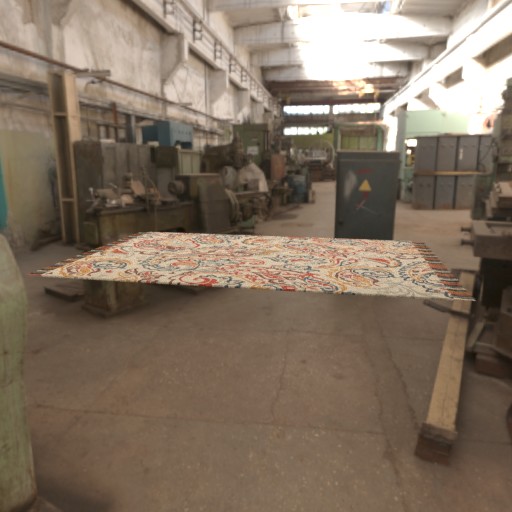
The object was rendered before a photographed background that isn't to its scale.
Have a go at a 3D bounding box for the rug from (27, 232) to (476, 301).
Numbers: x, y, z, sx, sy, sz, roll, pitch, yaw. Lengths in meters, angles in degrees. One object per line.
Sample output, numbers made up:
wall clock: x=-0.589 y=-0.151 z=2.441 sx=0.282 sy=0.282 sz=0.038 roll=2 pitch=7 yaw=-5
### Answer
rug: x=0.000 y=0.000 z=2.493 sx=1.997 sy=0.010 sz=1.218 roll=3 pitch=13 yaw=11
